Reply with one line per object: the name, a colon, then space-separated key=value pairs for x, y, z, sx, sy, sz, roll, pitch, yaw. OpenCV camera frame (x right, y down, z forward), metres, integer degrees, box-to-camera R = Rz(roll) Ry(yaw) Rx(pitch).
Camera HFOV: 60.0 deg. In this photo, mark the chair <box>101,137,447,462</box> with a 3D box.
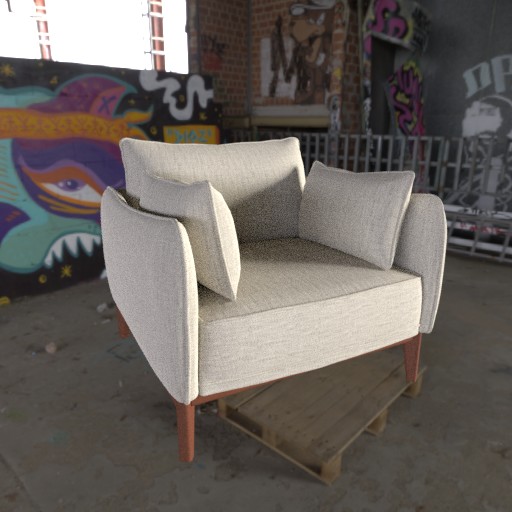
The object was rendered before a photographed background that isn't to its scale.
chair: x=0.000 y=0.000 z=1.676 sx=0.994 sy=0.855 sz=0.991 roll=-9 pitch=19 yaw=-26
